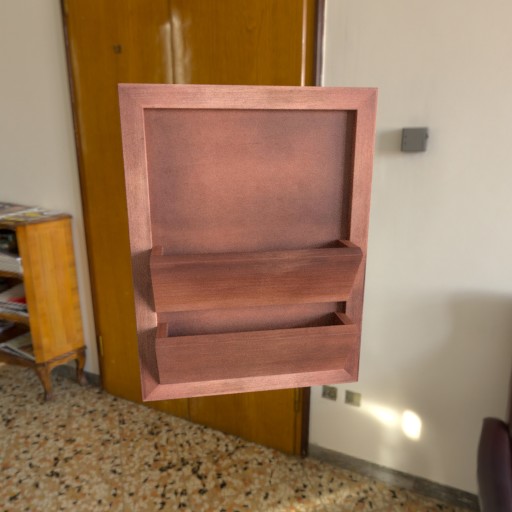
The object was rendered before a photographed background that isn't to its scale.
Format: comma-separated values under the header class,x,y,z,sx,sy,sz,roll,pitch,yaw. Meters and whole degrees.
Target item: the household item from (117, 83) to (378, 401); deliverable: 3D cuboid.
class,x,y,z,sx,sy,sz,roll,pitch,yaw
household item,0.000,0.000,0.560,0.310,0.407,0.067,-2,16,-9
